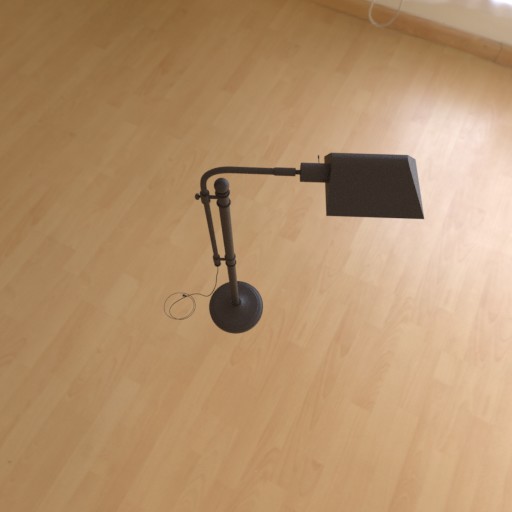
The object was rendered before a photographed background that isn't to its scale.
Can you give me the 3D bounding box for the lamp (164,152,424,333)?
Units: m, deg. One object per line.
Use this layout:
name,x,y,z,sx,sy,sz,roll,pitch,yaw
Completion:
lamp,0.000,0.000,0.994,0.545,0.708,0.159,2,64,1
